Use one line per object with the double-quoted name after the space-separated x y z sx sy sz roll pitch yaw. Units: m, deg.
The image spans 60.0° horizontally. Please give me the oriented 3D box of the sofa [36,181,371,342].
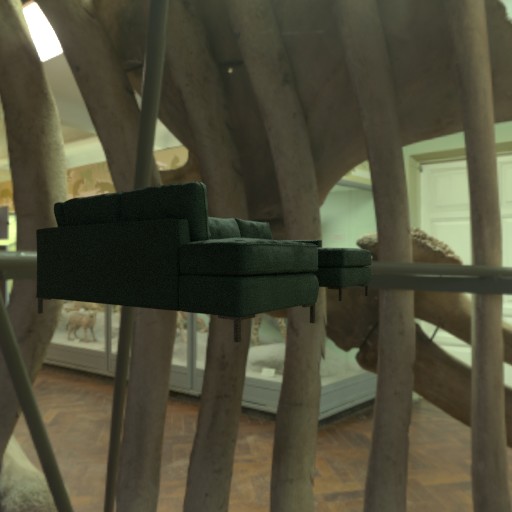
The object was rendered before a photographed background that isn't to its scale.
0.000 0.000 3.911 1.992 0.861 2.994 0 0 35 "sofa"
